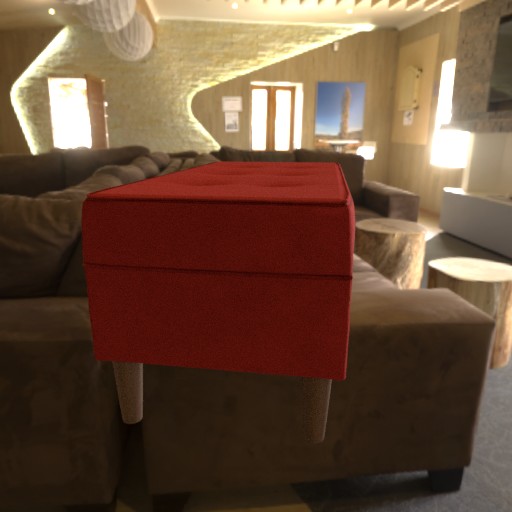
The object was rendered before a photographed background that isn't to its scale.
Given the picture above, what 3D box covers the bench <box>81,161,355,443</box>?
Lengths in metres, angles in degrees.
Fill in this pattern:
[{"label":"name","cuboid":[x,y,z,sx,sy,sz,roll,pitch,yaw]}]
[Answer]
[{"label":"bench","cuboid":[0.000,0.000,1.270,0.492,0.471,1.016,2,16,9]}]
